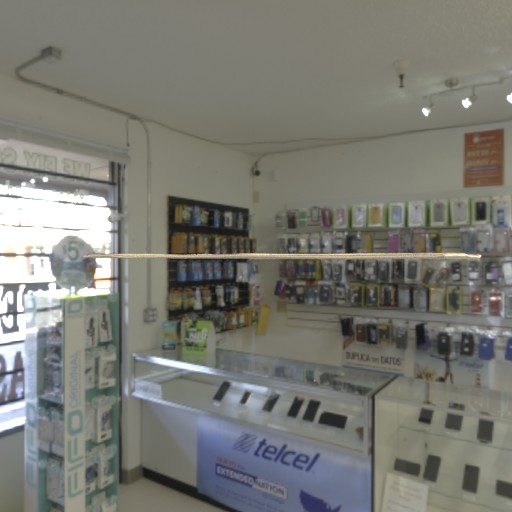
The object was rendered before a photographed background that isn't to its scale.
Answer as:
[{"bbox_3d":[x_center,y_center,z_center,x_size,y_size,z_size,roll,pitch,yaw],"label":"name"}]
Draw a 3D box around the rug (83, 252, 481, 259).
[{"bbox_3d":[0.000,0.000,2.725,2.381,0.036,0.831,0,0,36],"label":"rug"}]
